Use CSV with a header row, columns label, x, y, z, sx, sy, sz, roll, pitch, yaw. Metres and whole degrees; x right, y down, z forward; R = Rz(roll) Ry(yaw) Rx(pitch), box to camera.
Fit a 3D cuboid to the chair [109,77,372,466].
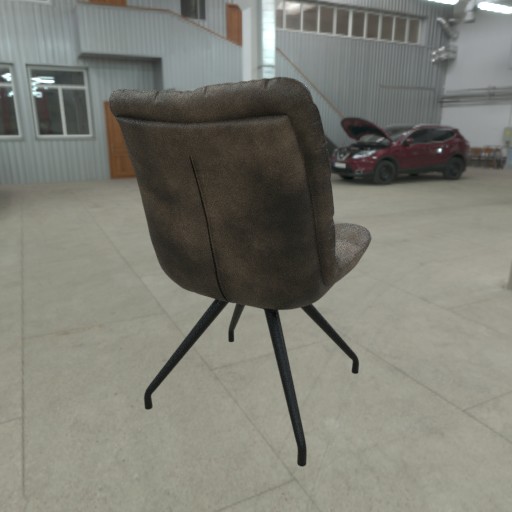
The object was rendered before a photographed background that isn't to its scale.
label,x,y,z,sx,sy,sz,roll,pitch,yaw
chair,0.000,0.000,1.241,0.549,0.870,0.622,8,18,27
